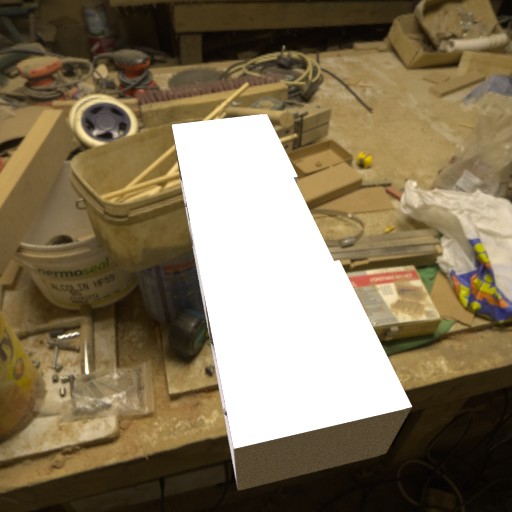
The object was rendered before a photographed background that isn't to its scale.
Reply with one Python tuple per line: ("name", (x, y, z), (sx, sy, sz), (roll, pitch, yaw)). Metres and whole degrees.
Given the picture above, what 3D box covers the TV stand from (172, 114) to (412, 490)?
("TV stand", (0.000, 0.000, 1.576), (0.420, 0.310, 1.400), (-9, 47, -9))
